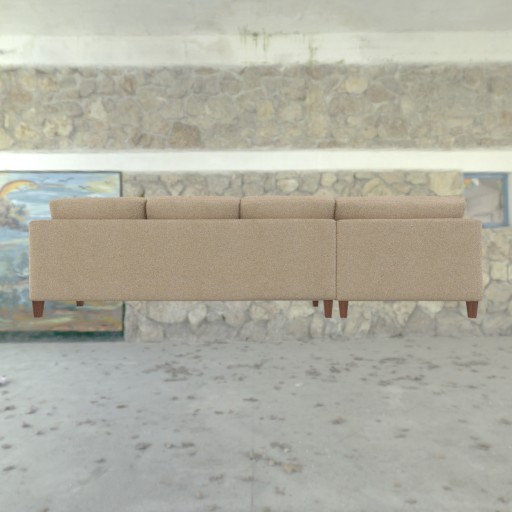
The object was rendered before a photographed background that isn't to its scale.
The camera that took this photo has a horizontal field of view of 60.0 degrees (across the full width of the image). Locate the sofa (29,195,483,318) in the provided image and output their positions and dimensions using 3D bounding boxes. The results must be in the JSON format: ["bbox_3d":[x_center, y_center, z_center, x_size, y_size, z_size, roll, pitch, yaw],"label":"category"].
[{"bbox_3d":[0.000,0.000,3.806,3.201,0.876,1.502,0,0,1],"label":"sofa"}]
